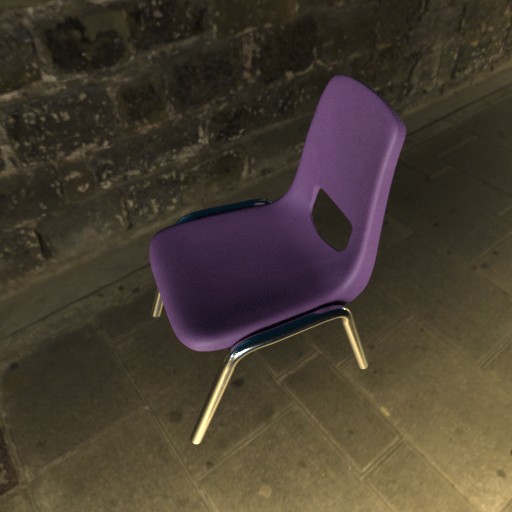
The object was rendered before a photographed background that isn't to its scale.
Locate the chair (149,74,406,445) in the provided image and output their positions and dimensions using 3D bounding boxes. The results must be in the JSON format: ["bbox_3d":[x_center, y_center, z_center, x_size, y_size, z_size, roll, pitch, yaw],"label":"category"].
[{"bbox_3d":[0.000,0.000,0.833,0.419,0.584,0.356,-17,48,-15],"label":"chair"}]
